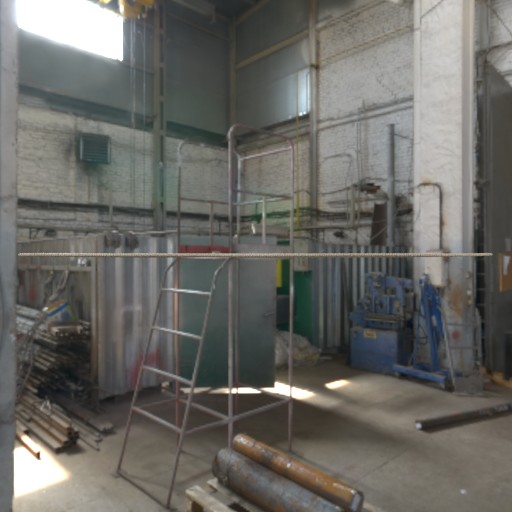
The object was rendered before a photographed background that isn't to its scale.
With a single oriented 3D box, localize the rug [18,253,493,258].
[{"bbox_3d":[0.000,0.000,4.343,3.381,0.026,2.436,0,0,1],"label":"rug"}]
